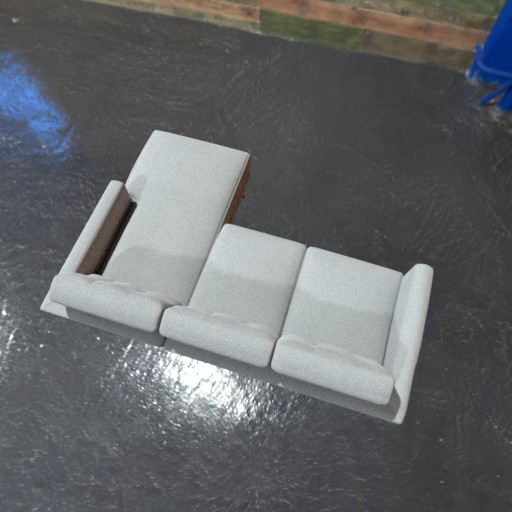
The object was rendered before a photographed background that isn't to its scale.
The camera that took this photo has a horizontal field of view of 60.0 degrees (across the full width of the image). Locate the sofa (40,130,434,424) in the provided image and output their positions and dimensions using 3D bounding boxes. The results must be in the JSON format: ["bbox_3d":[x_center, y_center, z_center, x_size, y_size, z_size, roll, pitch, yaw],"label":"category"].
[{"bbox_3d":[0.000,0.000,2.785,2.040,0.860,1.530,16,64,8],"label":"sofa"}]
